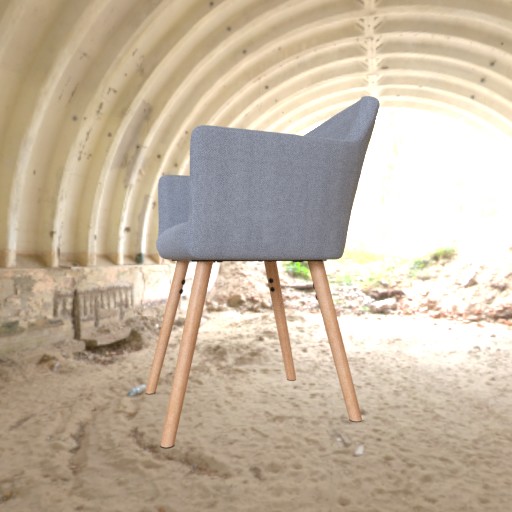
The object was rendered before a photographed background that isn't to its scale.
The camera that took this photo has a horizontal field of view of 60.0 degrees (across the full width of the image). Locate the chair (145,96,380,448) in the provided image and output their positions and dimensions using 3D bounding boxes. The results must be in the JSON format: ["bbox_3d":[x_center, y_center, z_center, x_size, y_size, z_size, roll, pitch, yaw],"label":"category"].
[{"bbox_3d":[0.000,0.000,1.169,0.540,0.780,0.570,0,0,-19],"label":"chair"}]
